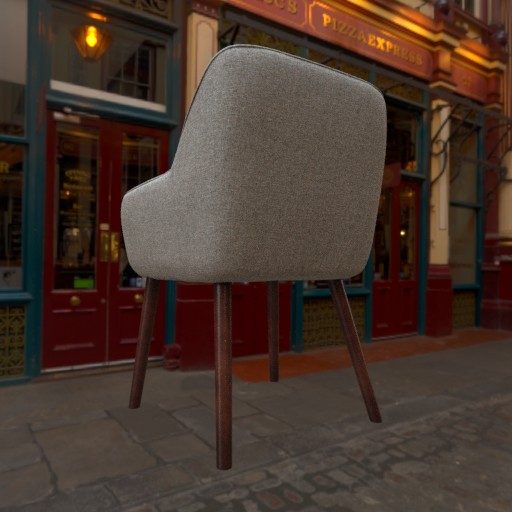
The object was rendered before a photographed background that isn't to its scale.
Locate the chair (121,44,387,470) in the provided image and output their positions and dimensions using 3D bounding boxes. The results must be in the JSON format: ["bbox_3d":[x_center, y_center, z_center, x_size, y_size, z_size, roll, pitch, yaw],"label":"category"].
[{"bbox_3d":[0.000,0.000,1.130,0.543,0.803,0.519,1,-1,-35],"label":"chair"}]
